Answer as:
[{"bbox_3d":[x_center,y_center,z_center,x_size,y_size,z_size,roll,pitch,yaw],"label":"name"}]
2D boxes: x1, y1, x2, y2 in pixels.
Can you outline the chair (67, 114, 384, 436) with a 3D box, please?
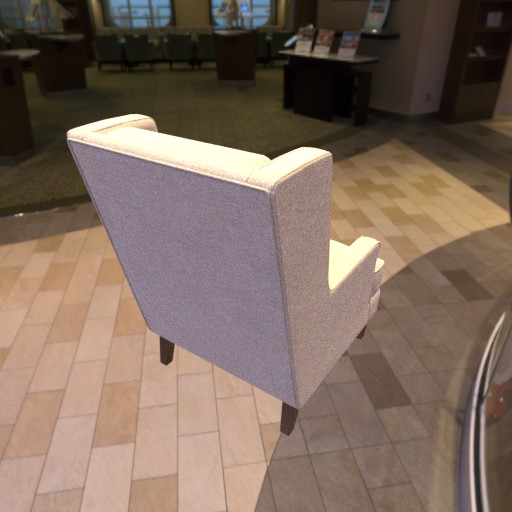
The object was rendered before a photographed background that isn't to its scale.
[{"bbox_3d":[0.000,0.000,1.748,0.764,1.082,0.948,20,36,30],"label":"chair"}]
